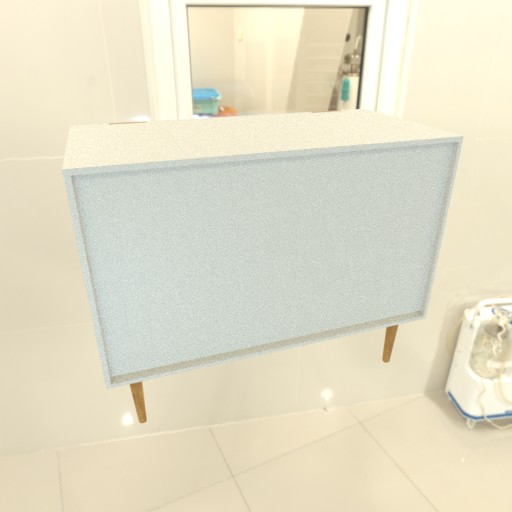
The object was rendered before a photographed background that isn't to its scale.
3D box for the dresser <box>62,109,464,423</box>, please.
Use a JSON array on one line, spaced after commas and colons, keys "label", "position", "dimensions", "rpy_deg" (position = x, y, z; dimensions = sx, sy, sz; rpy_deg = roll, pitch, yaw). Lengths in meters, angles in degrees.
[{"label": "dresser", "position": [0.000, 0.000, 1.297], "dimensions": [0.905, 0.721, 0.457], "rpy_deg": [-9, 28, -17]}]
